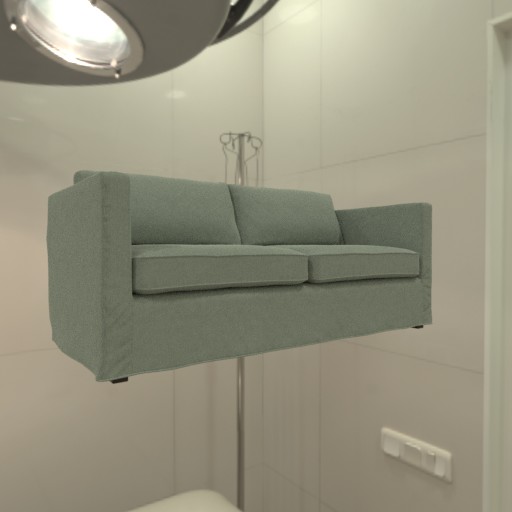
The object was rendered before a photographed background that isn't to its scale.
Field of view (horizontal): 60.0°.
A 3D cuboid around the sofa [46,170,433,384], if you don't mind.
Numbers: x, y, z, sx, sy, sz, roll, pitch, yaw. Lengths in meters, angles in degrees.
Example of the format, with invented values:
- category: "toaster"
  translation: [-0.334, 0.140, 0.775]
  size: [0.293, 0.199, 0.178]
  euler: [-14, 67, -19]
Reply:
- category: "sofa"
  translation: [0.000, 0.000, 2.446]
  size: [1.987, 0.870, 0.940]
  euler: [-1, 1, -36]
